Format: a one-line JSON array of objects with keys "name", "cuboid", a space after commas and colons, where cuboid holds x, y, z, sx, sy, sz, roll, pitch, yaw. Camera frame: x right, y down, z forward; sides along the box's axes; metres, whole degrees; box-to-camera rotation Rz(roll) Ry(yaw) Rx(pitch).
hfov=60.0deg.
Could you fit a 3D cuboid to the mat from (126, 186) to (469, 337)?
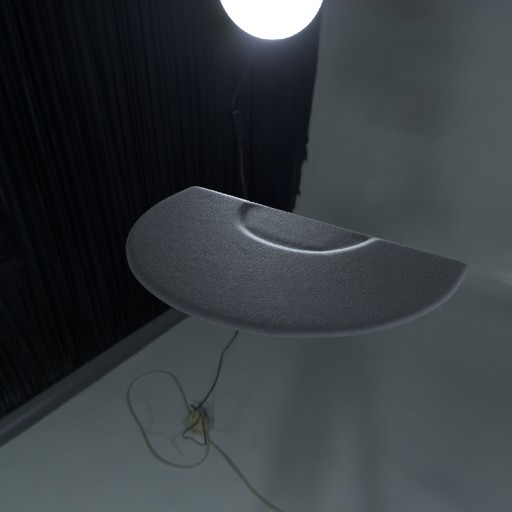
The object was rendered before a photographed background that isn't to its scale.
[{"name": "mat", "cuboid": [0.000, 0.000, 1.877, 1.525, 0.016, 0.917, 20, 36, 30]}]
